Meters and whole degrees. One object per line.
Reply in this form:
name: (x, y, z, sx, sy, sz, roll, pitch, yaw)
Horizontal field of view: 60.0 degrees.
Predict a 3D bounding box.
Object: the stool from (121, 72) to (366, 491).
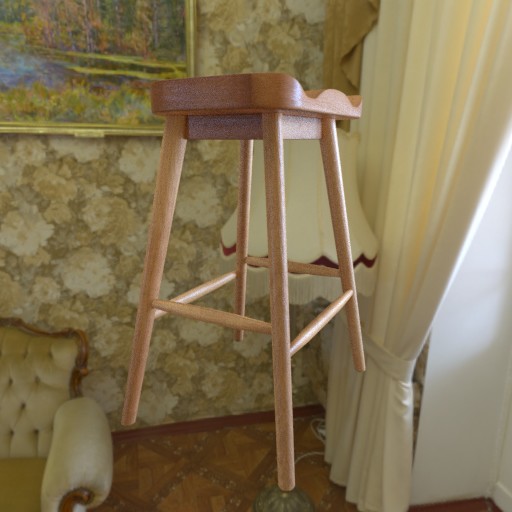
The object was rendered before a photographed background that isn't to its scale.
stool: (0.000, 0.000, 0.873, 0.361, 0.615, 0.440, 8, 17, 28)
